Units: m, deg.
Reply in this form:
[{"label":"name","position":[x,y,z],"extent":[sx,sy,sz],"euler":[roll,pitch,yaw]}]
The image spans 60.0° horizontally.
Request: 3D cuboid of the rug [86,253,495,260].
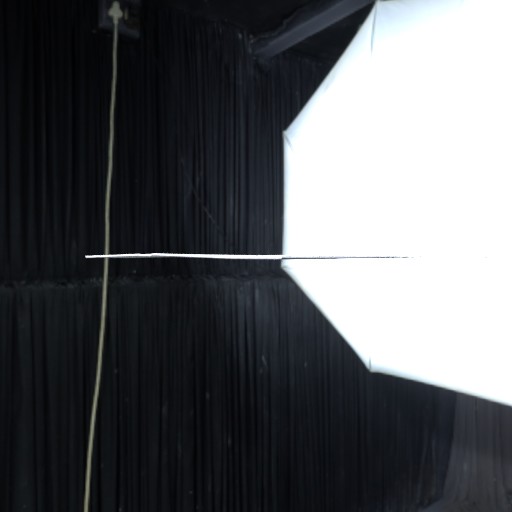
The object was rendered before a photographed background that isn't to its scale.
[{"label":"rug","position":[0.000,0.000,2.191],"extent":[1.149,0.021,1.773],"euler":[0,0,-36]}]
